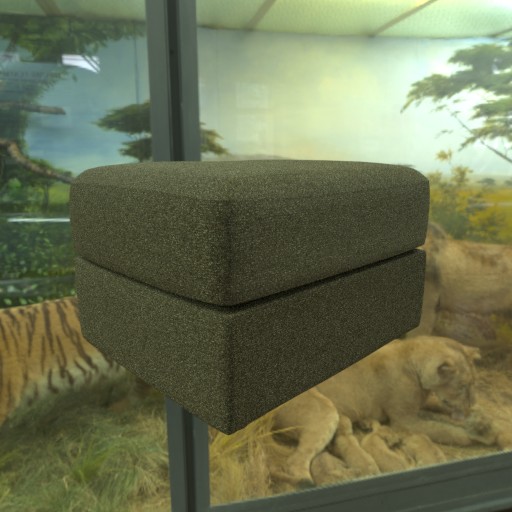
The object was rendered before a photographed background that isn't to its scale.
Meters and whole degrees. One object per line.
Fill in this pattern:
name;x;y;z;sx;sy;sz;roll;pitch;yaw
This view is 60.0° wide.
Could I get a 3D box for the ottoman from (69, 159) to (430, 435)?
ottoman;0.000;0.000;1.134;0.742;0.476;0.598;-13;18;-43
